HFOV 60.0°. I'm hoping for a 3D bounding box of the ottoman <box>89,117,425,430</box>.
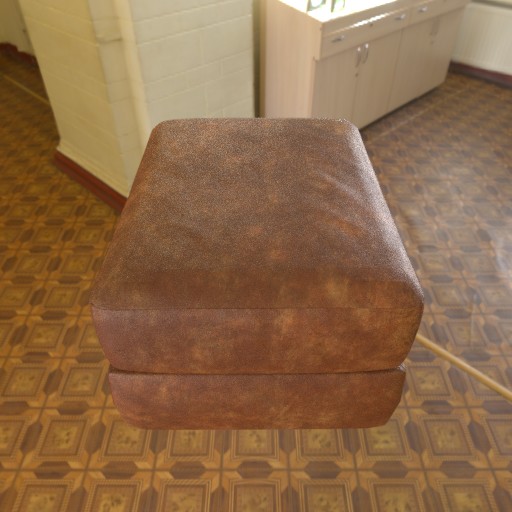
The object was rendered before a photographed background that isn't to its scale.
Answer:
[{"bbox_3d":[0.000,0.000,1.127,0.603,0.476,0.751,0,41,0],"label":"ottoman"}]
